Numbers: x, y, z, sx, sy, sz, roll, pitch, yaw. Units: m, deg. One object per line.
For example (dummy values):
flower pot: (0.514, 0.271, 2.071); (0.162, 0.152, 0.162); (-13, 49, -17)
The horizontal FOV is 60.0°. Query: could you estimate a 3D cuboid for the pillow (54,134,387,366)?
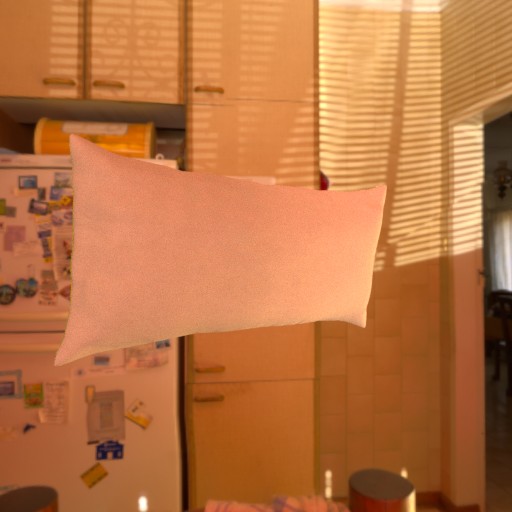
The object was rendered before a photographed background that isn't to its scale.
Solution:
pillow: (0.000, 0.000, 0.731); (0.608, 0.292, 0.156); (1, -1, -37)
